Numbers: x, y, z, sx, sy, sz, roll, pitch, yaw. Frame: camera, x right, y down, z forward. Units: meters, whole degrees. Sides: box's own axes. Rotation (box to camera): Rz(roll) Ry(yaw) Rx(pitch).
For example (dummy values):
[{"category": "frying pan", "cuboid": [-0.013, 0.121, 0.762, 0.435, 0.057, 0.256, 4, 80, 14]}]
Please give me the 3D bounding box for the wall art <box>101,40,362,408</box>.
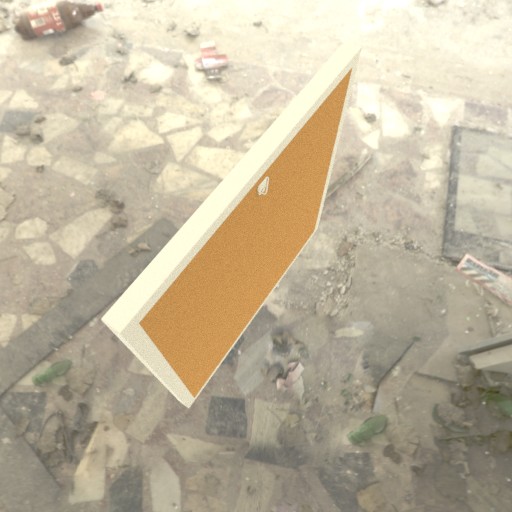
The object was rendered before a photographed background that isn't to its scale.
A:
[{"category": "wall art", "cuboid": [0.000, 0.000, 1.144, 0.050, 0.762, 0.761, 31, 67, 15]}]
